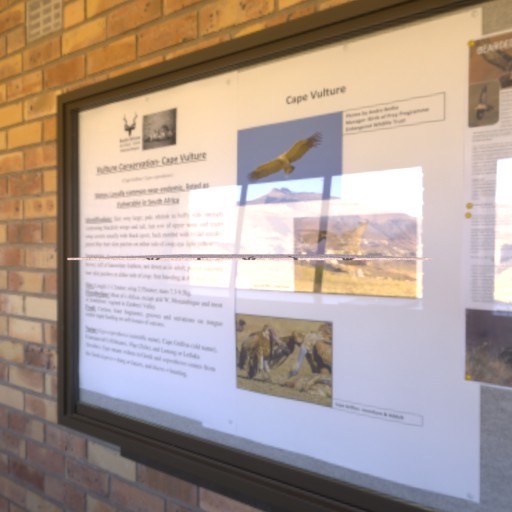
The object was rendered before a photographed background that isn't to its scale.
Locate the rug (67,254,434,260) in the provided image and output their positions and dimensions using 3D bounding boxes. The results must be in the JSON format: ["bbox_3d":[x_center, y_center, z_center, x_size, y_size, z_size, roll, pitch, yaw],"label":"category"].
[{"bbox_3d":[0.000,0.000,3.068,1.526,0.008,2.465,0,1,1],"label":"rug"}]
